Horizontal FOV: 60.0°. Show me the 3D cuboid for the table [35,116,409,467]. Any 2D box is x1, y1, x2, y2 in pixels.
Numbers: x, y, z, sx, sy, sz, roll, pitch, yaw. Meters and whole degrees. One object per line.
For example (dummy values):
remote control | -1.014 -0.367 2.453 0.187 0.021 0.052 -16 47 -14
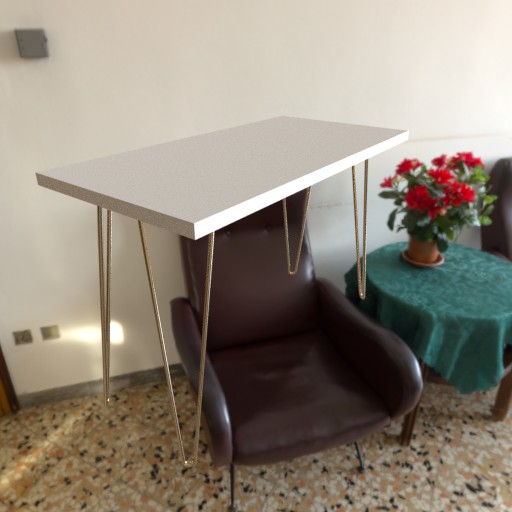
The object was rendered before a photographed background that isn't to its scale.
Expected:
table | 0.000 0.000 1.361 0.498 0.660 0.991 19 32 33
